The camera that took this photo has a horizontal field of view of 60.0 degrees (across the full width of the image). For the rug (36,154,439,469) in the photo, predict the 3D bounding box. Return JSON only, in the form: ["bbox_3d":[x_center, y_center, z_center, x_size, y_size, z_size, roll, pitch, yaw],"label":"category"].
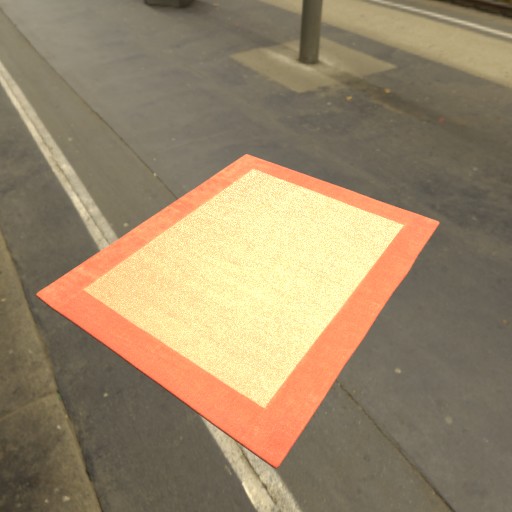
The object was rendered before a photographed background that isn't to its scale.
[{"bbox_3d":[0.000,0.000,4.060,2.430,0.018,2.976,25,47,26],"label":"rug"}]
